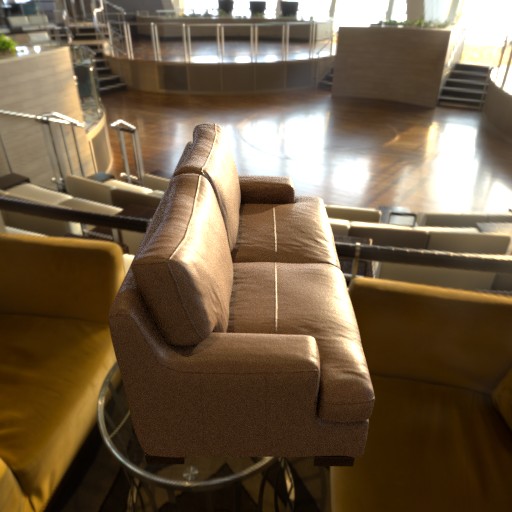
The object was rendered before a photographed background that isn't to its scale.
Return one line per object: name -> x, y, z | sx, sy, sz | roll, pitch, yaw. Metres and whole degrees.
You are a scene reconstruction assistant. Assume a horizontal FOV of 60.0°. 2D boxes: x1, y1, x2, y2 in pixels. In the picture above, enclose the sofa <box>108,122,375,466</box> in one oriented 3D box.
sofa -> 0.000, 0.000, 2.375 | 0.962, 0.980, 1.855 | 0, 32, 1
